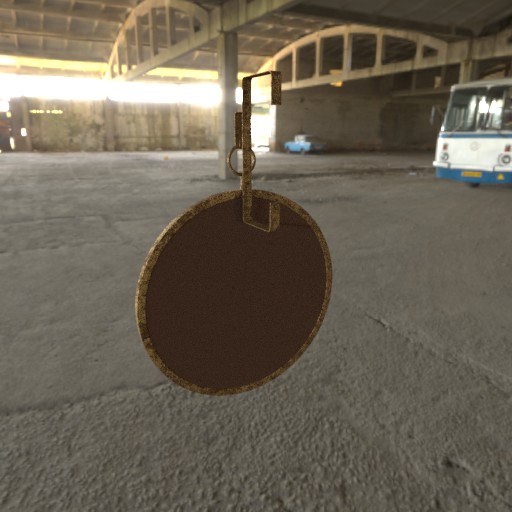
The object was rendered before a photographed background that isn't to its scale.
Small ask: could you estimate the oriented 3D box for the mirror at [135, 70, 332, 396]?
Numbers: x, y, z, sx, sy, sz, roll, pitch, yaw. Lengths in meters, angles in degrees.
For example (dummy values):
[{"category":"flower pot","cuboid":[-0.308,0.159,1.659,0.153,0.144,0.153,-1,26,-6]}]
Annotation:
[{"category":"mirror","cuboid":[0.000,0.000,0.856,0.447,0.651,0.144,-8,17,-26]}]
